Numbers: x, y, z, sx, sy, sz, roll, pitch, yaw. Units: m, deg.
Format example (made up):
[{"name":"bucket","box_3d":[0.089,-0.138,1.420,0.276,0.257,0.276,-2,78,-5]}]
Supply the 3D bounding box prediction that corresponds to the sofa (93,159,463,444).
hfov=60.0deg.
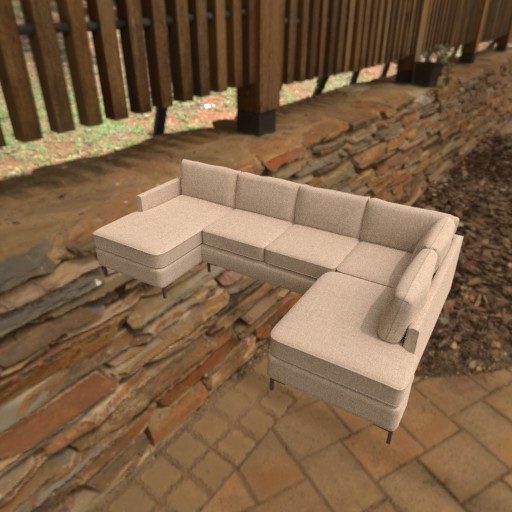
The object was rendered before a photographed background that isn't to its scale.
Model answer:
[{"name":"sofa","box_3d":[0.000,0.000,4.291,3.423,0.996,2.021,17,34,27]}]
